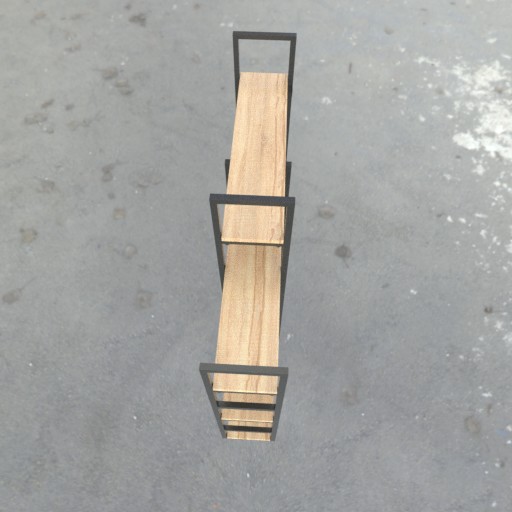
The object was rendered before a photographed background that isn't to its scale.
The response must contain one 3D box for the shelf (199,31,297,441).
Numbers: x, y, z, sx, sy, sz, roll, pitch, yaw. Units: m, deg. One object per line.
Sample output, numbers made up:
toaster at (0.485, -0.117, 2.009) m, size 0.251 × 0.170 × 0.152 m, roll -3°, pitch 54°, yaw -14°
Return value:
shelf at (0.000, 0.000, 1.409) m, size 0.183 × 0.921 × 0.946 m, roll 3°, pitch 58°, yaw 2°
